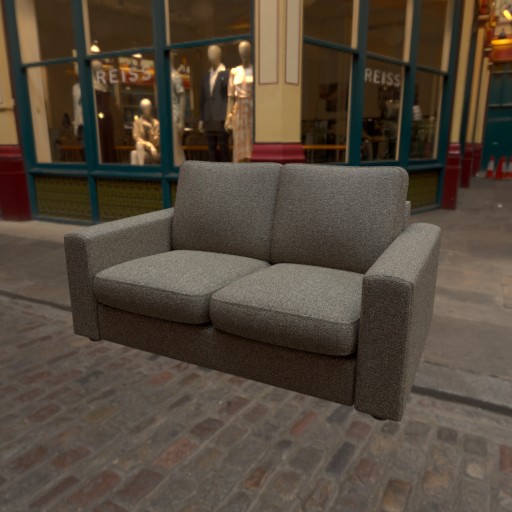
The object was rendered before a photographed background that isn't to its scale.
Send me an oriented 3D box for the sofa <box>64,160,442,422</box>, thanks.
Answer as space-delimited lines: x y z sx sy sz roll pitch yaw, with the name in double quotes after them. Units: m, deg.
0.000 0.000 2.200 1.616 0.873 1.016 8 17 26 "sofa"
